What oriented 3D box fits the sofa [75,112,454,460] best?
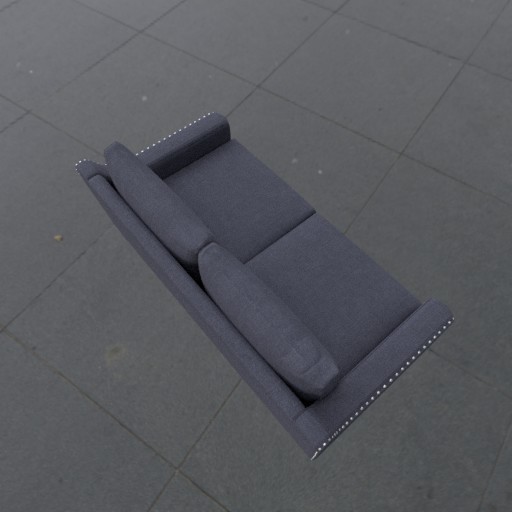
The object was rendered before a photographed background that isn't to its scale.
[{"bbox_3d":[0.000,0.000,3.293,1.336,1.196,2.550,-36,65,-20],"label":"sofa"}]
